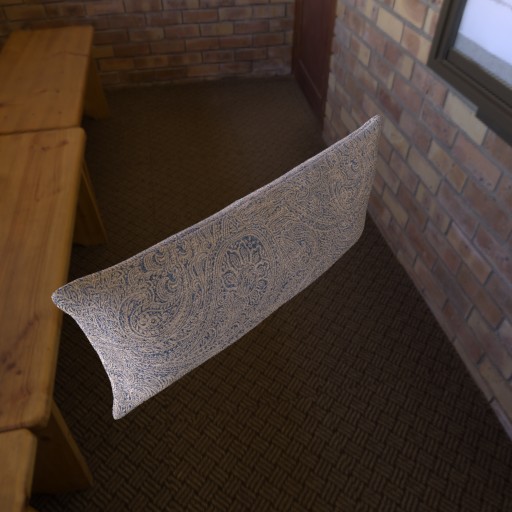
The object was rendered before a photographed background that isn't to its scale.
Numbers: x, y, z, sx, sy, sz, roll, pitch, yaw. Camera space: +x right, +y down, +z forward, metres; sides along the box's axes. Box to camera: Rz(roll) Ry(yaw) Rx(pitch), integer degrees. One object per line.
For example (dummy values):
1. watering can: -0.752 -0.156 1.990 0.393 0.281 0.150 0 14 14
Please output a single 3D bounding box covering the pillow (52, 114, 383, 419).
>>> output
1. pillow: 0.000 0.000 0.733 0.615 0.295 0.151 -34 53 -30
